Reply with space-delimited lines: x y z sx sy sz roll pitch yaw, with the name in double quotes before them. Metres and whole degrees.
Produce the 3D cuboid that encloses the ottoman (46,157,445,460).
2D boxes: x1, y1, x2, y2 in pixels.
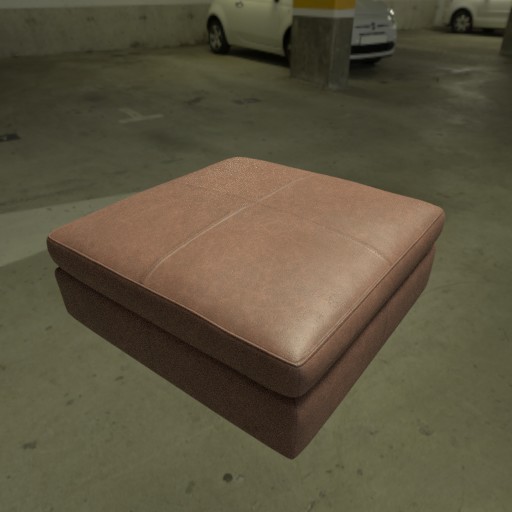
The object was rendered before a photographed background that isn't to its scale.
"ottoman" 0.000 0.000 1.819 1.168 0.490 1.168 21 37 31
